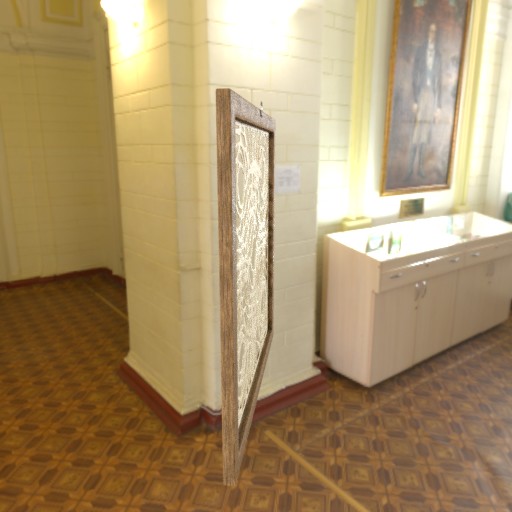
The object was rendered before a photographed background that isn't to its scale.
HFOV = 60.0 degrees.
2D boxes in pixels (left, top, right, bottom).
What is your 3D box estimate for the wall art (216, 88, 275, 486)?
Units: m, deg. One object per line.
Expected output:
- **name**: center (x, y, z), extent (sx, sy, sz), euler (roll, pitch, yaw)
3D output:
- **wall art**: center (0.000, 0.000, 0.866), extent (0.021, 0.576, 0.561), euler (2, 13, 8)
